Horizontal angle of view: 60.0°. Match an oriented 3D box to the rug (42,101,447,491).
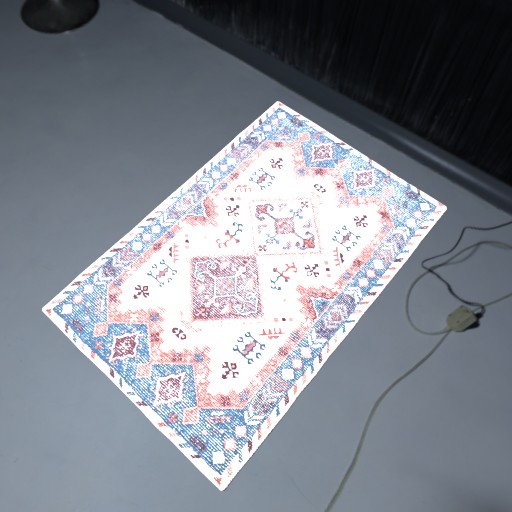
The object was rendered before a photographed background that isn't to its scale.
[{"bbox_3d":[0.000,0.000,2.317,1.225,0.015,1.840,38,70,17],"label":"rug"}]
